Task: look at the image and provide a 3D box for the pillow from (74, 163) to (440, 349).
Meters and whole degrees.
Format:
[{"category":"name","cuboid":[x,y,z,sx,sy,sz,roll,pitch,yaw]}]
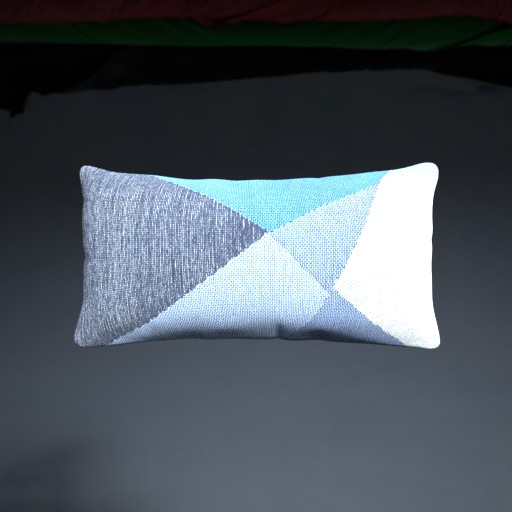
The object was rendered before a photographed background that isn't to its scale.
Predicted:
[{"category":"pillow","cuboid":[0.000,0.000,0.734,0.604,0.307,0.148,0,0,1]}]
